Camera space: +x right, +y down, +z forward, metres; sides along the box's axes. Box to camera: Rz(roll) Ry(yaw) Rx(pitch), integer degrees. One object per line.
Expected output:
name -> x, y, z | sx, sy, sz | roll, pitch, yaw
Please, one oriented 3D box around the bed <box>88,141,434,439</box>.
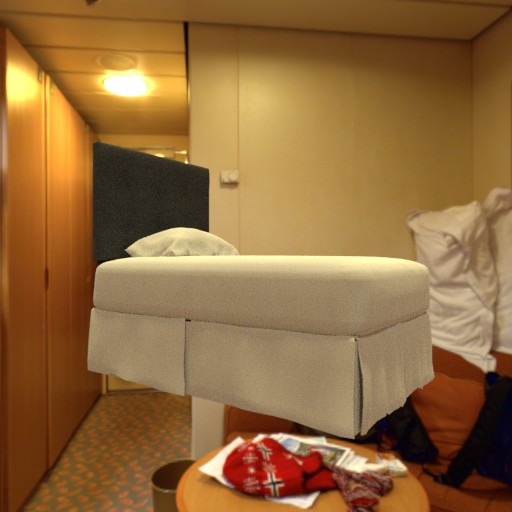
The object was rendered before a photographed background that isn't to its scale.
bed -> 0.000, 0.000, 2.927 | 1.997, 1.571, 1.261 | 0, 0, 36
